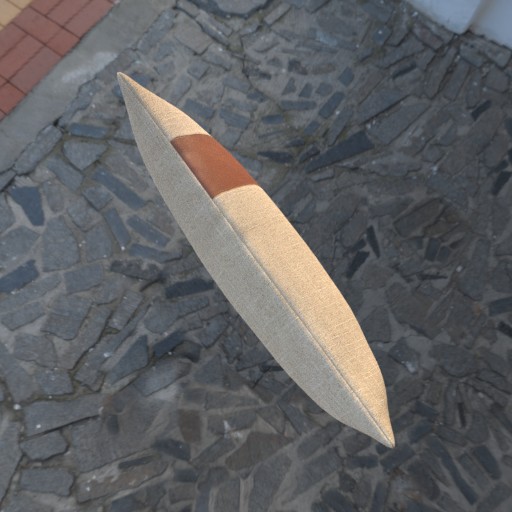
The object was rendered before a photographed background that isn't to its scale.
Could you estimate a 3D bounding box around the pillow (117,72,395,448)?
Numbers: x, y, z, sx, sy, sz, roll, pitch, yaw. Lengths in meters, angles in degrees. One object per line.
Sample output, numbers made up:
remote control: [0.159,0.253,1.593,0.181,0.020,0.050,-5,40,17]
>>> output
pillow: [0.000,0.000,0.708,0.155,0.282,0.612,-35,78,-9]
